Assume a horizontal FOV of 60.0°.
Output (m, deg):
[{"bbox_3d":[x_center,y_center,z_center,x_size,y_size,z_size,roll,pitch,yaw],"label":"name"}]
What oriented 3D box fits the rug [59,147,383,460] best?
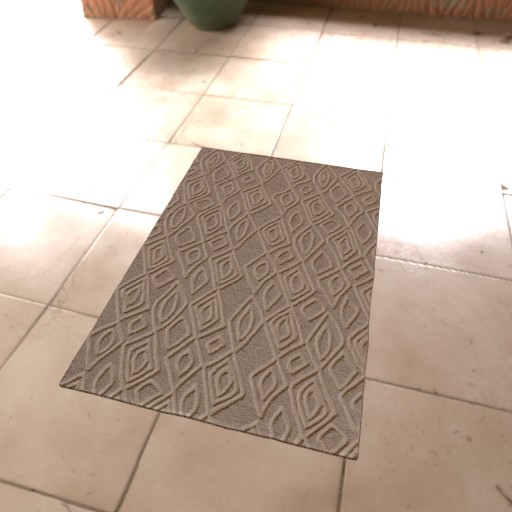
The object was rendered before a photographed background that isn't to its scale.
[{"bbox_3d":[0.000,0.000,2.327,1.224,0.016,1.832,10,47,10],"label":"rug"}]
